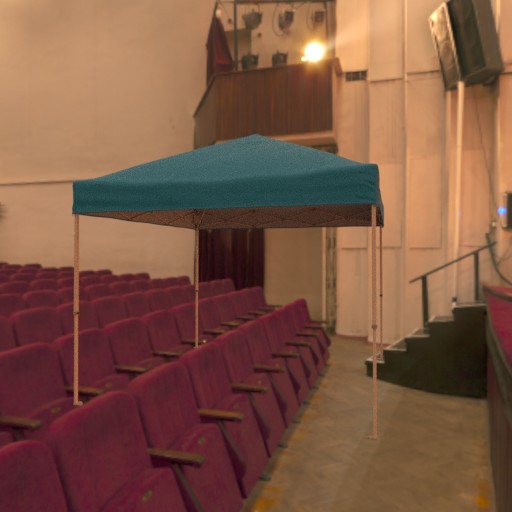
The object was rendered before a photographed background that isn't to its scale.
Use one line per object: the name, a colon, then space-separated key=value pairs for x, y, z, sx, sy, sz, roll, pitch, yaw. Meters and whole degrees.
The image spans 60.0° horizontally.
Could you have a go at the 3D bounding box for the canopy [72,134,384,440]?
canopy: x=0.000 y=0.000 z=5.455 sx=2.996 sy=2.997 sz=2.998 roll=0 pitch=0 yaw=17
